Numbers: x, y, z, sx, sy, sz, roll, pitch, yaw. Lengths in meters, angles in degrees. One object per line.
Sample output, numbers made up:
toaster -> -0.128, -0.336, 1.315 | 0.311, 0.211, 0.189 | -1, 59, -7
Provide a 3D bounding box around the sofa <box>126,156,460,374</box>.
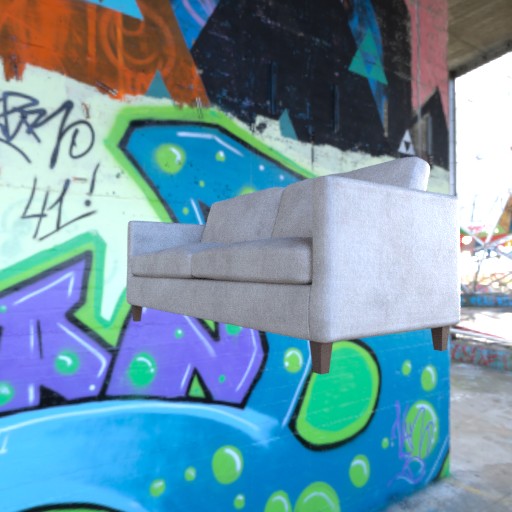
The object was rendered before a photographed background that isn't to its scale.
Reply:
sofa -> 0.000, 0.000, 2.803 | 0.951, 0.965, 2.208 | 1, -2, -36
